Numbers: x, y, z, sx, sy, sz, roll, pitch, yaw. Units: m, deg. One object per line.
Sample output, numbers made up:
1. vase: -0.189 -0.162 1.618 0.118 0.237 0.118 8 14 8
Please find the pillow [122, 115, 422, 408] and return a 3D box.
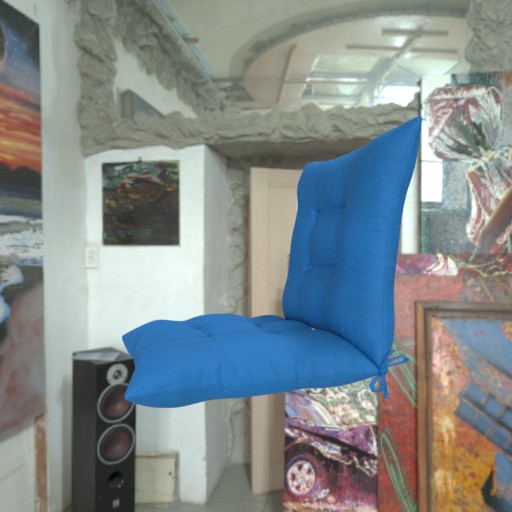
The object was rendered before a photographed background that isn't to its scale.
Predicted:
1. pillow: 0.000 0.000 1.004 0.585 0.536 0.541 0 1 -18
